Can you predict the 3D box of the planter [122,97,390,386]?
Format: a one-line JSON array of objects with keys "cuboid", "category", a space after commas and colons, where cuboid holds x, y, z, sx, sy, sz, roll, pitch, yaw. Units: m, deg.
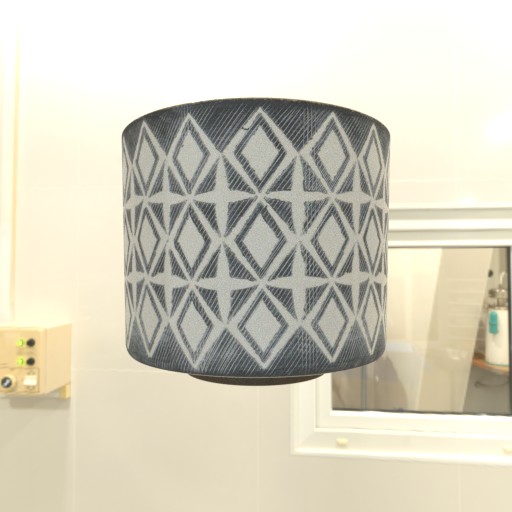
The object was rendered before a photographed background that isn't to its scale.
[{"cuboid": [0.000, 0.000, 0.329, 0.192, 0.165, 0.192, 0, -2, 0], "category": "planter"}]
